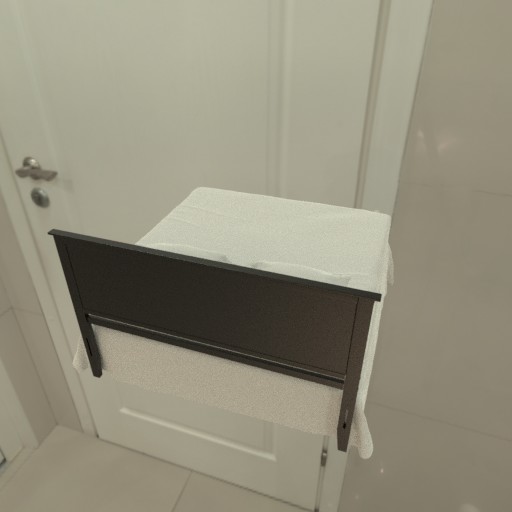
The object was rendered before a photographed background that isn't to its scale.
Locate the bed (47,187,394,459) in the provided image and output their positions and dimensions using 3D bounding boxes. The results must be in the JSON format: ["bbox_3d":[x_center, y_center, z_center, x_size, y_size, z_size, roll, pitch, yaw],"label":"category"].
[{"bbox_3d":[0.000,0.000,3.660,2.315,1.271,2.219,11,34,16],"label":"bed"}]
